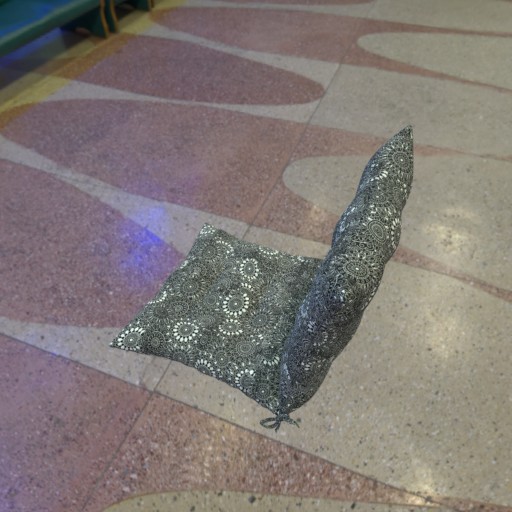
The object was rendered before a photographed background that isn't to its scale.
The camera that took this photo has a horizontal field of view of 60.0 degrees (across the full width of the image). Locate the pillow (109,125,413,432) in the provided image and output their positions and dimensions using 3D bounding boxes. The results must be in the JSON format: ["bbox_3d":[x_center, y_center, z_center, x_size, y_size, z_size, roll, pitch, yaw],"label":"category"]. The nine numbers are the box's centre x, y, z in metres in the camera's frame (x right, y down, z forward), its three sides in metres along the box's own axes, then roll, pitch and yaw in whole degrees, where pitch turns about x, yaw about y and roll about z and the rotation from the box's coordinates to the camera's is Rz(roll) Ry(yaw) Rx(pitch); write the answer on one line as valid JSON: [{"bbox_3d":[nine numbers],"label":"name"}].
[{"bbox_3d":[0.000,0.000,1.029,0.585,0.536,0.541,18,50,16],"label":"pillow"}]
